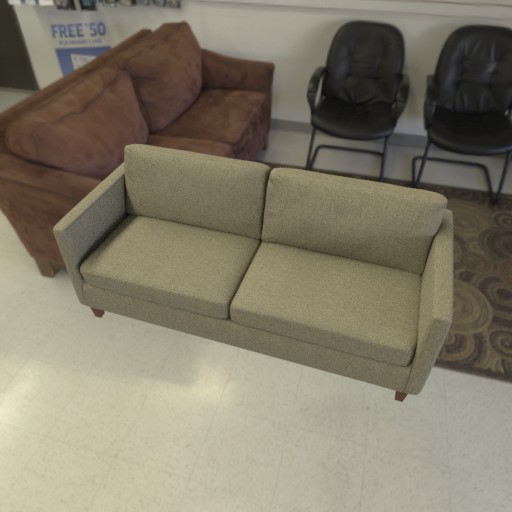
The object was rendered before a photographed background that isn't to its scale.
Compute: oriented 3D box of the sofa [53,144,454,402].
[{"bbox_3d":[0.000,0.000,2.770,2.208,0.960,0.956,12,43,14],"label":"sofa"}]
